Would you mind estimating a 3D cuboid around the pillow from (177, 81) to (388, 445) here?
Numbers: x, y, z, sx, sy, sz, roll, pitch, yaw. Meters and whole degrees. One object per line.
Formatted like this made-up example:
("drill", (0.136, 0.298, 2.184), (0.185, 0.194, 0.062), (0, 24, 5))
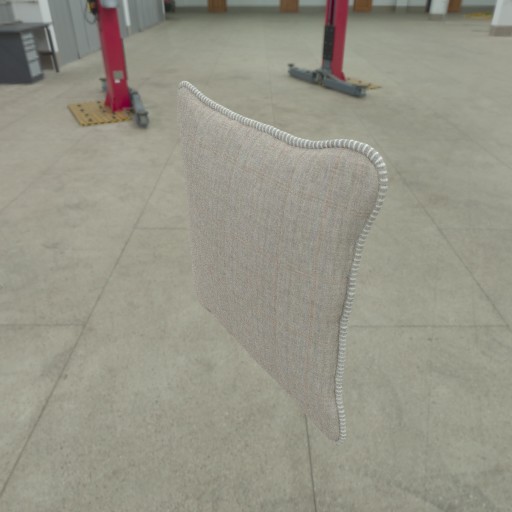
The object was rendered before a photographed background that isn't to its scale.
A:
("pillow", (0.000, 0.000, 0.748), (0.124, 0.494, 0.485), (-20, 37, -29))
